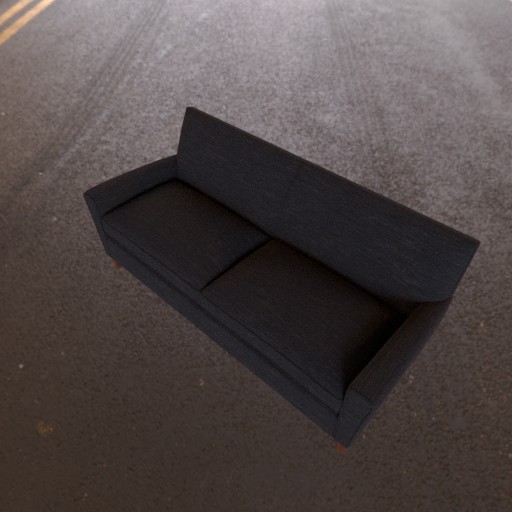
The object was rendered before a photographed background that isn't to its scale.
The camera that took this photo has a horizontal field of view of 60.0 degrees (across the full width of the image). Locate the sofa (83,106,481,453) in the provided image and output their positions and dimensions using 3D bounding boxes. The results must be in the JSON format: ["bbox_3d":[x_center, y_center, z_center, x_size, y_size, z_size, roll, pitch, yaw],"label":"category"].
[{"bbox_3d":[0.000,0.000,2.469,1.976,0.846,0.875,33,53,28],"label":"sofa"}]
